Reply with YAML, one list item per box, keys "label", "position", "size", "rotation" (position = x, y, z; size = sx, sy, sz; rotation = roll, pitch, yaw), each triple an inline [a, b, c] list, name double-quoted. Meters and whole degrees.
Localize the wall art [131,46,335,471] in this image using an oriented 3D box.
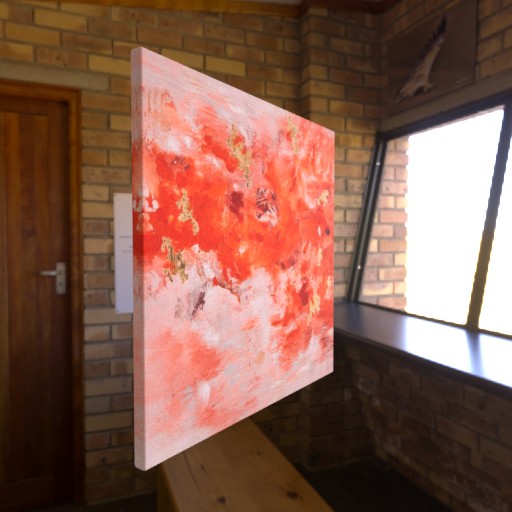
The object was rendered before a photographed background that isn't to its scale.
- label: "wall art"
  position: [0.000, 0.000, 1.284]
  size: [0.066, 0.878, 0.878]
  rotation: [1, 2, 36]
